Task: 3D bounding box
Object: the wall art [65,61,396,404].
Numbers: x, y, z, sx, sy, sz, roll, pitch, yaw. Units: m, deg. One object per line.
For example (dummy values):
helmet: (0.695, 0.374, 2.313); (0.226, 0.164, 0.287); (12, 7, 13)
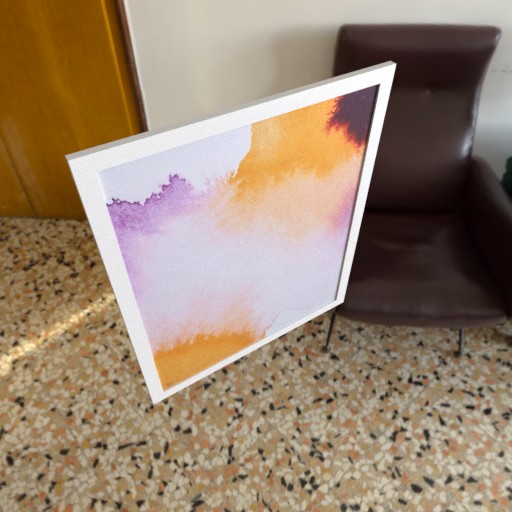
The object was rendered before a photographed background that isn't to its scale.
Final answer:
wall art: (0.000, 0.000, 0.764); (0.482, 0.557, 0.012); (-24, 50, -22)
